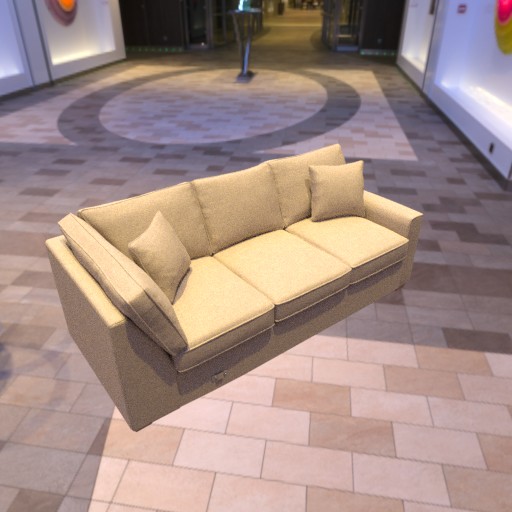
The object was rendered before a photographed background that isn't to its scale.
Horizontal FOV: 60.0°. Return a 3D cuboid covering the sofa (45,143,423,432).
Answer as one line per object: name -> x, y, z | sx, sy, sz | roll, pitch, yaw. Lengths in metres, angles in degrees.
sofa -> 0.000, 0.000, 2.962 | 2.317, 0.962, 1.061 | -21, 37, -32
